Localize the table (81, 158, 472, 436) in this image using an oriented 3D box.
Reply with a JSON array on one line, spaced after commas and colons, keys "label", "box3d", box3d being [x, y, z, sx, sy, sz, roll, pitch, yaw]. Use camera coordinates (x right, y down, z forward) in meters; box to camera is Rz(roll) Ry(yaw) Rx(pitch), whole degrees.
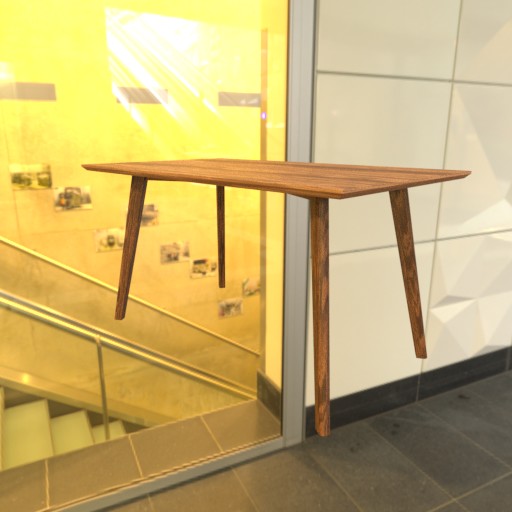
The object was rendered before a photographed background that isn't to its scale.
[{"label": "table", "box3d": [0.000, 0.000, 1.841, 1.349, 0.724, 0.801, 14, 21, 43]}]
